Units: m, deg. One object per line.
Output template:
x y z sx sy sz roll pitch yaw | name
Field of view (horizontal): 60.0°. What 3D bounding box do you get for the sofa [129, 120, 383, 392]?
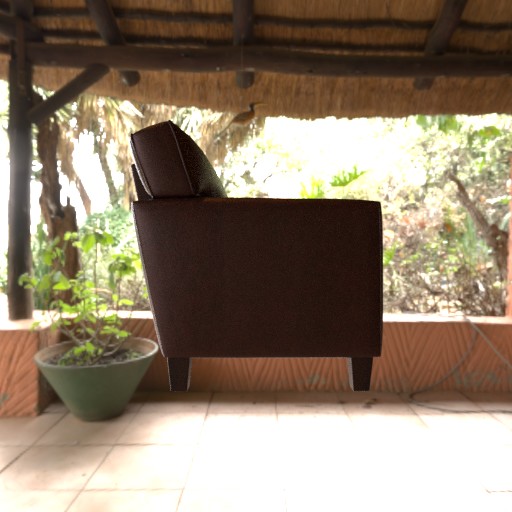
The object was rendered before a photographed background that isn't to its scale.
0.000 0.000 2.370 0.912 0.928 1.876 0 0 0 | sofa
